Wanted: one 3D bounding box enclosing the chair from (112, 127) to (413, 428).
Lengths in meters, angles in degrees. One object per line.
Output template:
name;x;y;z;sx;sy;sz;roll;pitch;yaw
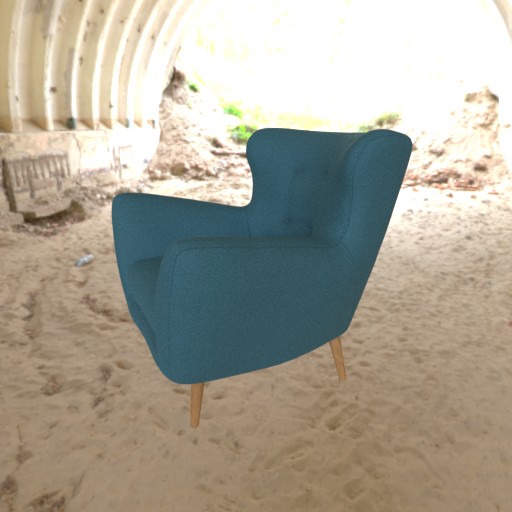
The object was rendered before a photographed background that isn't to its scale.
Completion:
chair;0.000;0.000;1.608;0.889;0.889;0.890;-8;18;-25
